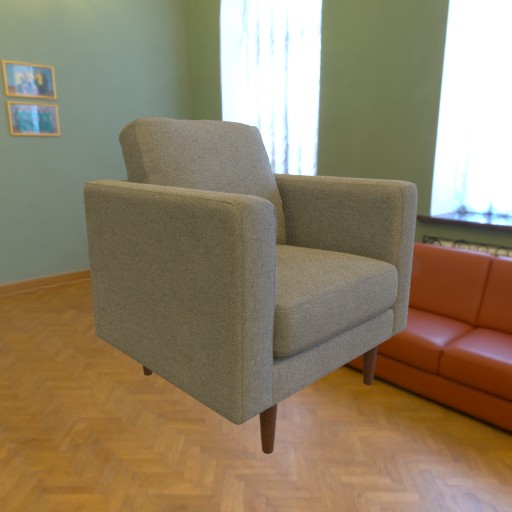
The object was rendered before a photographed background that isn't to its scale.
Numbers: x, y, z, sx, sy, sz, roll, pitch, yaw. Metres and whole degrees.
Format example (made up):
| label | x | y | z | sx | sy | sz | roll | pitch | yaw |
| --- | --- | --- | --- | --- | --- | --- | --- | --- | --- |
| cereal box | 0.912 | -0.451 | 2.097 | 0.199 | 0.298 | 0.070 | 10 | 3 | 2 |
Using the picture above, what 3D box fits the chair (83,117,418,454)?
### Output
| label | x | y | z | sx | sy | sz | roll | pitch | yaw |
| --- | --- | --- | --- | --- | --- | --- | --- | --- | --- |
| chair | 0.000 | 0.000 | 1.528 | 0.855 | 0.927 | 0.800 | -13 | 18 | -43 |
